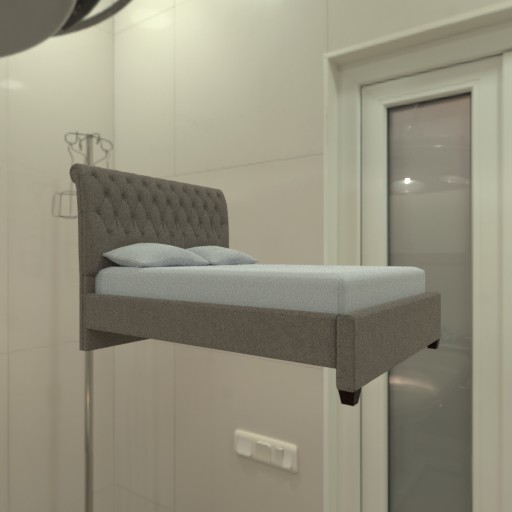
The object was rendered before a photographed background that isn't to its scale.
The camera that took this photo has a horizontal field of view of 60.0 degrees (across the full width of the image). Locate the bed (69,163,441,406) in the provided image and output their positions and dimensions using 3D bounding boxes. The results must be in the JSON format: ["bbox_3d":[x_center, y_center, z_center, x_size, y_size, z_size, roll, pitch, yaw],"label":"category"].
[{"bbox_3d":[0.000,0.000,3.313,2.252,1.371,1.645,0,0,36],"label":"bed"}]
